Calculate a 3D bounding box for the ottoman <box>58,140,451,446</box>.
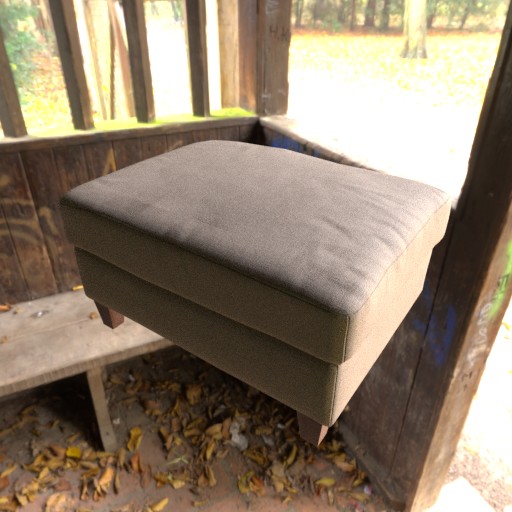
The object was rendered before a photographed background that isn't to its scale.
[{"bbox_3d":[0.000,0.000,1.326,0.902,0.511,0.692,20,36,30],"label":"ottoman"}]
